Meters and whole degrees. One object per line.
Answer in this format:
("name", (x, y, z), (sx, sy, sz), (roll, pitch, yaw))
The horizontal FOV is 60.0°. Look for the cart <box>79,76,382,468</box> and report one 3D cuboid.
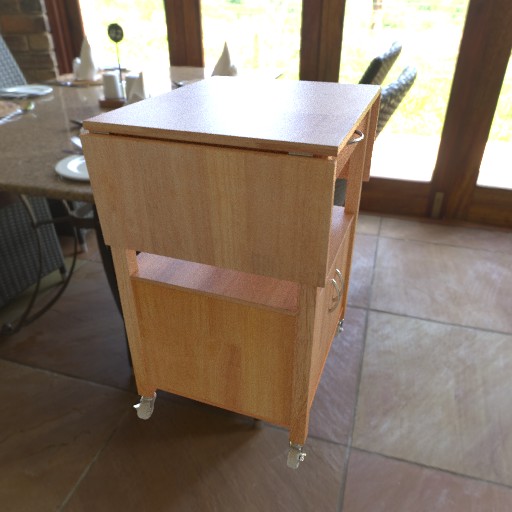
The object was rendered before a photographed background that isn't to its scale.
("cart", (0.000, 0.000, 1.240), (0.508, 0.838, 0.640), (11, 32, 17))
